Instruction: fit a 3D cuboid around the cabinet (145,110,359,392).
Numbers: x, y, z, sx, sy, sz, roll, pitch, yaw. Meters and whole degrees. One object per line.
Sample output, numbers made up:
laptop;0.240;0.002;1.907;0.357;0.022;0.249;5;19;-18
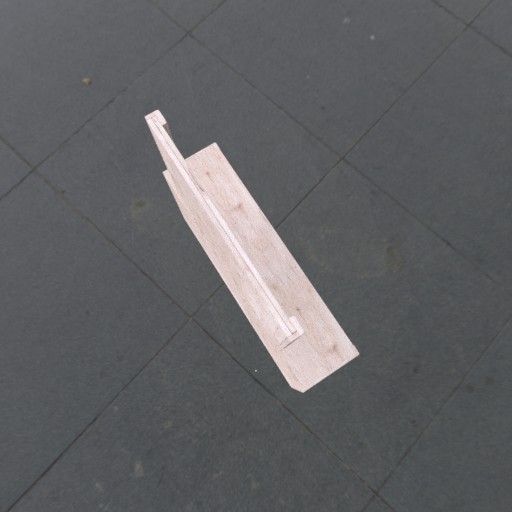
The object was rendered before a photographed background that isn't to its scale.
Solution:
cabinet;0.000;0.000;2.797;0.420;1.981;1.700;-32;78;-8
